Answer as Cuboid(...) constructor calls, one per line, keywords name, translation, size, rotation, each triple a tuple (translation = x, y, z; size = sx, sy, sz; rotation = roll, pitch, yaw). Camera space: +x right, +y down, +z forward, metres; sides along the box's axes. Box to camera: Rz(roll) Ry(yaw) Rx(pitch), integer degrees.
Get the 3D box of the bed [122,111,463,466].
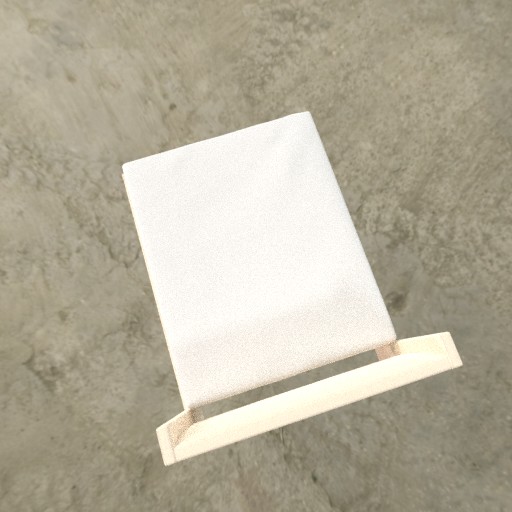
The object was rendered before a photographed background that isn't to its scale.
Cuboid(name="bed", translation=(0.000, 0.000, 3.426), size=(1.765, 1.471, 2.280), rotation=(-17, 77, -4))
